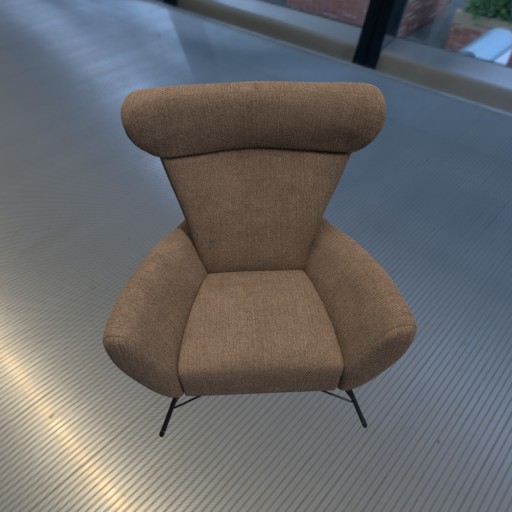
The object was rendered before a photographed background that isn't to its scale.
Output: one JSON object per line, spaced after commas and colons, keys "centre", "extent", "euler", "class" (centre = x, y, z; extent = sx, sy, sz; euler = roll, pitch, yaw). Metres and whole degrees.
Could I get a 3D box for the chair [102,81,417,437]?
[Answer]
{"centre": [0.000, 0.000, 1.658], "extent": [0.980, 1.040, 0.900], "euler": [-2, 46, -2], "class": "chair"}
